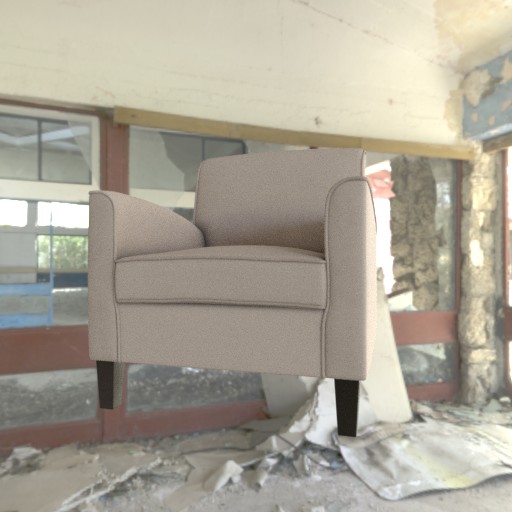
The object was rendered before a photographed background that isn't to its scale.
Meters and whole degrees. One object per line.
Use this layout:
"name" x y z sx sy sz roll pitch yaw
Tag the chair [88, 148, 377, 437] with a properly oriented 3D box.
"chair" 0.000 0.000 1.575 0.820 0.915 0.820 0 -1 17
